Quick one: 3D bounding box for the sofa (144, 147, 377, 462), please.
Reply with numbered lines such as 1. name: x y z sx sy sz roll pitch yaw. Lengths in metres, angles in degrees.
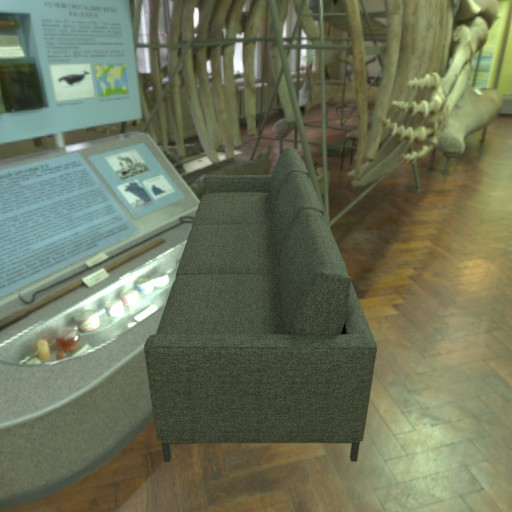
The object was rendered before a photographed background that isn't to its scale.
1. sofa: 0.000 0.000 2.666 0.876 0.879 2.253 0 26 0
